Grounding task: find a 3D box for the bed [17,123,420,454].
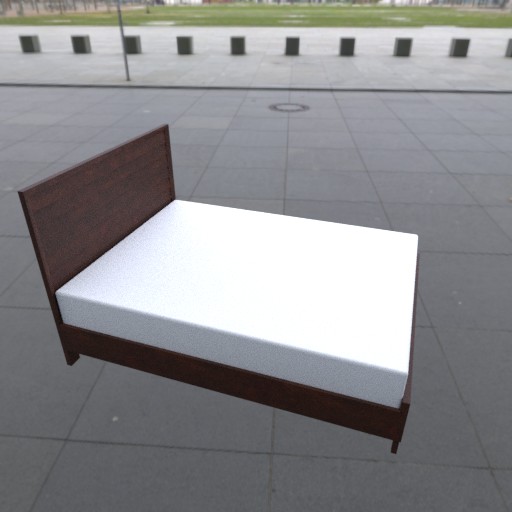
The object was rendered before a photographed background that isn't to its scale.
[{"bbox_3d":[0.000,0.000,3.064,2.184,1.270,1.600,10,32,17],"label":"bed"}]
